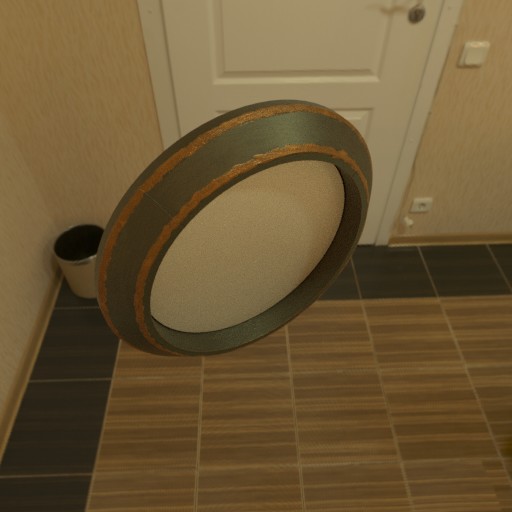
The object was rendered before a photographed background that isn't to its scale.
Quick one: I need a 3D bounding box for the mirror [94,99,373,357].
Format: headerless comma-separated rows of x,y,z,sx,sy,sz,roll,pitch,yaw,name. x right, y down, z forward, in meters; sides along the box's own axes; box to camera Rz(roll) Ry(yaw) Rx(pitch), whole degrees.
0.000,0.000,1.310,0.907,0.907,0.111,-24,52,-20,mirror
